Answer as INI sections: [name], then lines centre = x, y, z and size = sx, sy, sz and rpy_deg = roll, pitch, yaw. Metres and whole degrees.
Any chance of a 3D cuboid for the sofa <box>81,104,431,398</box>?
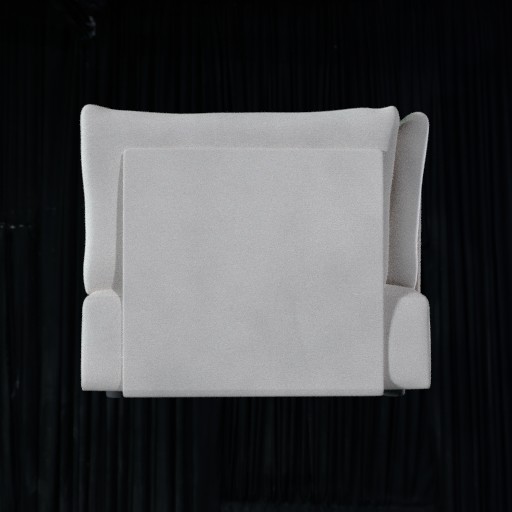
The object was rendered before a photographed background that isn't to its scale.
[sofa]
centre = 0.000, 0.000, 1.687
size = 1.000, 0.820, 1.000
rpy_deg = 0, -1, -1
